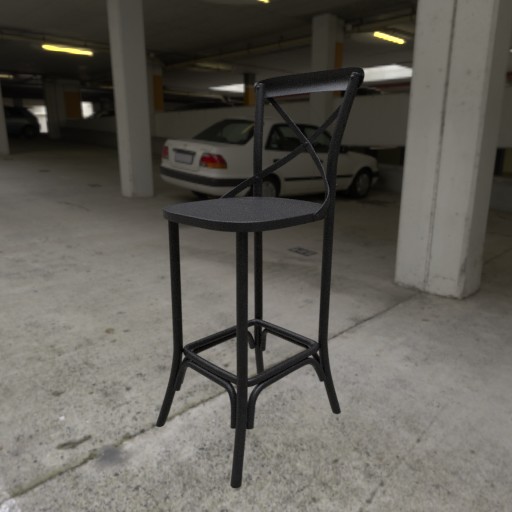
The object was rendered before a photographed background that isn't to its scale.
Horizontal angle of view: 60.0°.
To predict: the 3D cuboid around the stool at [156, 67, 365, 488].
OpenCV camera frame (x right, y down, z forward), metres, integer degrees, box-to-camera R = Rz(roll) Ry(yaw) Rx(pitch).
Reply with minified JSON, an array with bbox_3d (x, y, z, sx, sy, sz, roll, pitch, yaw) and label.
[{"bbox_3d":[0.000,0.000,1.435,0.584,1.168,0.457,-14,20,-43],"label":"stool"}]
